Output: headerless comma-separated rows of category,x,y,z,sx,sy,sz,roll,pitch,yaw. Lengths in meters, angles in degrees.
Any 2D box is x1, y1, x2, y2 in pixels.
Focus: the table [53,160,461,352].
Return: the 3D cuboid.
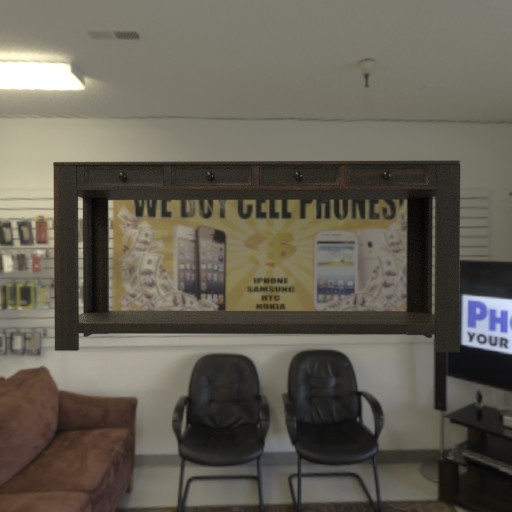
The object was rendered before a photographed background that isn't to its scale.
table,0.000,0.000,1.957,1.631,0.762,0.384,0,1,1
